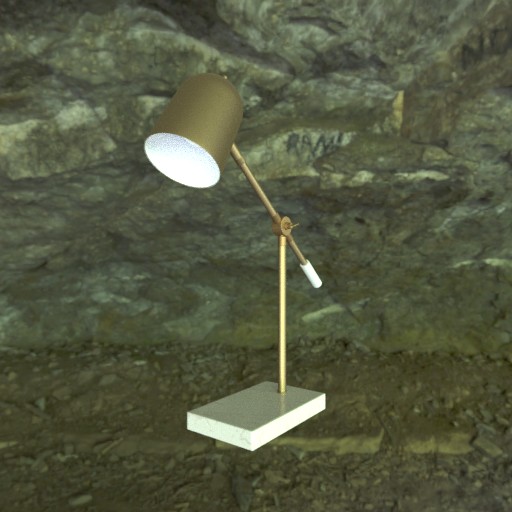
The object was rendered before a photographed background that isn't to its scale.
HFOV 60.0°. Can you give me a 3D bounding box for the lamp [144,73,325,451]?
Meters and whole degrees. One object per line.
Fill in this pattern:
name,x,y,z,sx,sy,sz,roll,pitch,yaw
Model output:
lamp,0.000,0.000,0.812,0.144,0.603,0.471,0,0,37
